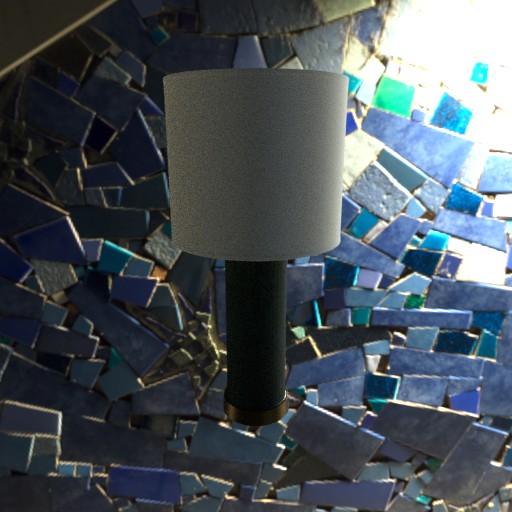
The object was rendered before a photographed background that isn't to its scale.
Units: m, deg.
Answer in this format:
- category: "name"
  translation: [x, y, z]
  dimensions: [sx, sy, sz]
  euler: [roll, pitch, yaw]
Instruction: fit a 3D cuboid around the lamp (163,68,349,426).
- category: "lamp"
  translation: [0.000, 0.000, 0.813]
  dimensions: [0.301, 0.630, 0.301]
  euler: [3, 16, 10]
